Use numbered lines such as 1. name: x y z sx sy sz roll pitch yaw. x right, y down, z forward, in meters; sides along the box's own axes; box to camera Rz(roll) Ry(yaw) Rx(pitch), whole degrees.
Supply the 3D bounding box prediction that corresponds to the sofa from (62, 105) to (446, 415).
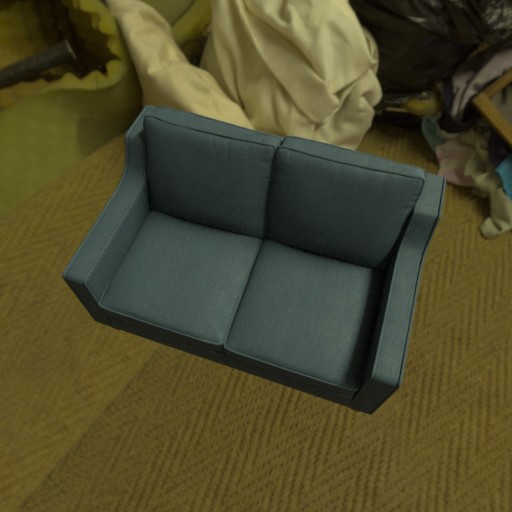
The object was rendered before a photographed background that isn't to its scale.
1. sofa: 0.000 0.000 2.189 1.501 0.971 0.987 16 61 10
